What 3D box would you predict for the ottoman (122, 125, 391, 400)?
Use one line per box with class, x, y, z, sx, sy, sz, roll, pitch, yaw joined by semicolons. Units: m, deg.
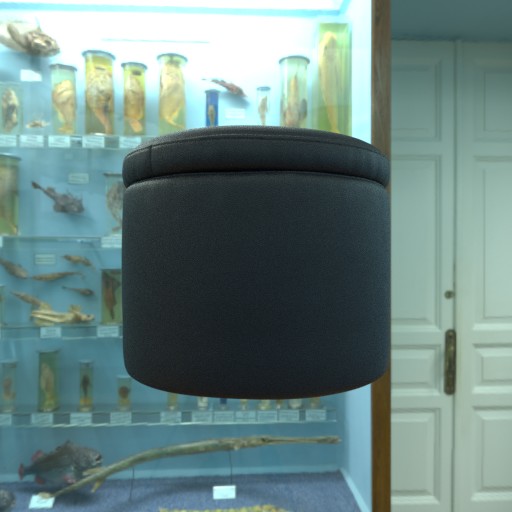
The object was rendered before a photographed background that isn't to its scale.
ottoman;0.000;0.000;0.864;0.501;0.409;0.501;0;0;0
